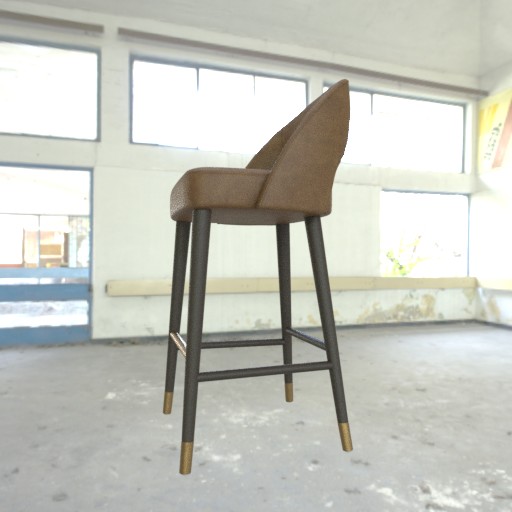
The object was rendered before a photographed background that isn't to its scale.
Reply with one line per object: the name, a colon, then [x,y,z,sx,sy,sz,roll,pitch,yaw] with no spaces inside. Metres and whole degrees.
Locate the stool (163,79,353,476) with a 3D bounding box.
stool: [0.000,0.000,1.329,0.509,1.037,0.494,0,-1,-17]
